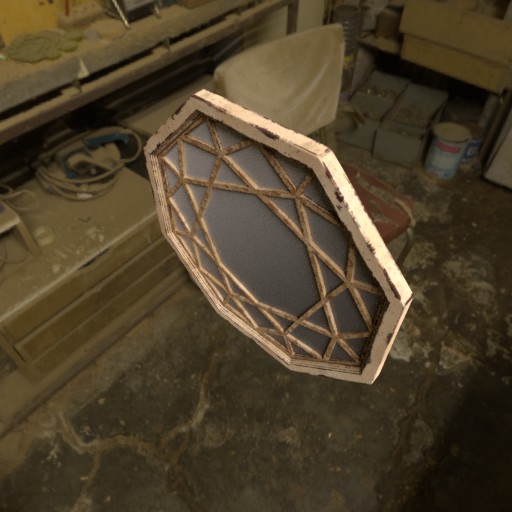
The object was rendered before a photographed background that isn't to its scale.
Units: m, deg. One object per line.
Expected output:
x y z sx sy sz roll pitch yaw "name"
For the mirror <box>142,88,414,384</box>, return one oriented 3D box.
0.000 0.000 0.941 0.648 0.648 0.031 34 56 26 "mirror"
